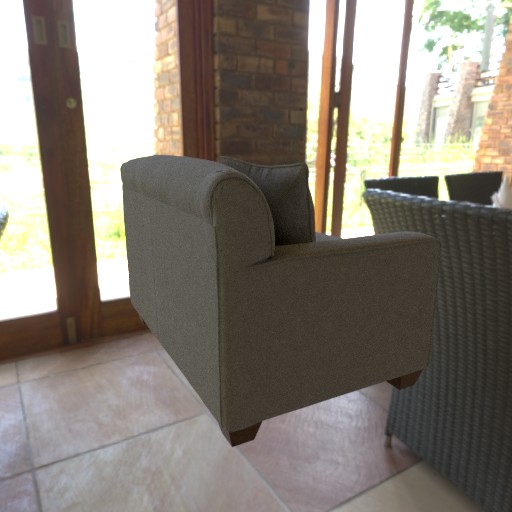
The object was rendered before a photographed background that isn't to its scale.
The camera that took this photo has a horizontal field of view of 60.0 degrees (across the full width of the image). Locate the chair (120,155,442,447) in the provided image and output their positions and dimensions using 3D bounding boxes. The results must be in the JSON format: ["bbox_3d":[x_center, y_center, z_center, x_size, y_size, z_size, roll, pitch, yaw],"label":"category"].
[{"bbox_3d":[0.000,0.000,2.141,0.992,0.953,1.395,-7,16,-27],"label":"chair"}]
